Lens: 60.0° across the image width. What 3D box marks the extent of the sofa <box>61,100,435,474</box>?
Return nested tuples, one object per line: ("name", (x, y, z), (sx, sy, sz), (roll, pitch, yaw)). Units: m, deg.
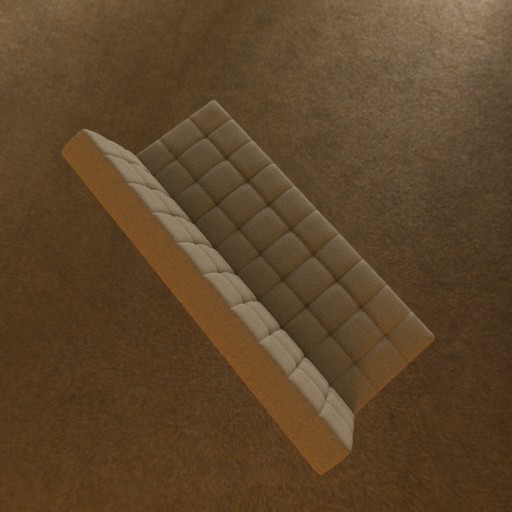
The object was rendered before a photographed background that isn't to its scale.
("sofa", (0.000, 0.000, 2.261), (0.860, 0.810, 1.800), (-39, 79, -9))
